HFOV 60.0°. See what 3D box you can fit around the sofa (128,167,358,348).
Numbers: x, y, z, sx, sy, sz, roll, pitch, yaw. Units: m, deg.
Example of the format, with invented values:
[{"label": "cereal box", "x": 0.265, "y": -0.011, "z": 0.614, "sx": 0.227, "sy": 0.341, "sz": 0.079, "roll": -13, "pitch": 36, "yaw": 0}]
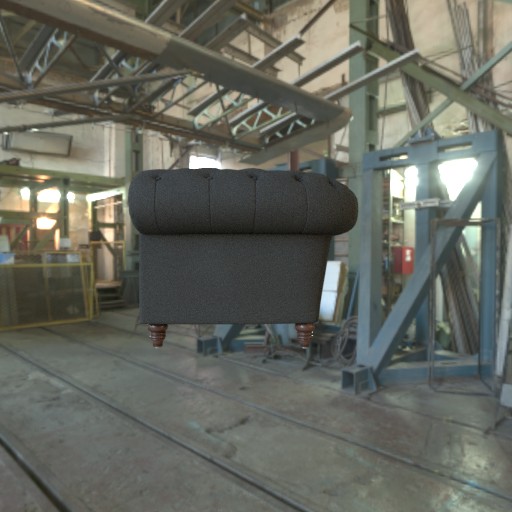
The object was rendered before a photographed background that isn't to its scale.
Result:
[{"label": "sofa", "x": 0.000, "y": 0.000, "z": 2.843, "sx": 0.991, "sy": 0.762, "sz": 2.362, "roll": 0, "pitch": 1, "yaw": 1}]
